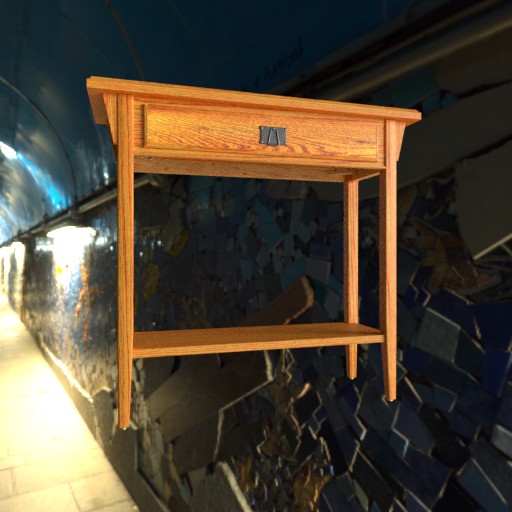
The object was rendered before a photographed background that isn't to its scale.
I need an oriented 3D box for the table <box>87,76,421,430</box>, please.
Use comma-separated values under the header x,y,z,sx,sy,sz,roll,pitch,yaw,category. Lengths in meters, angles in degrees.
x,y,z,sx,sy,sz,roll,pitch,yaw,category
0.000,0.000,1.096,0.762,0.711,0.254,0,0,-16,table
